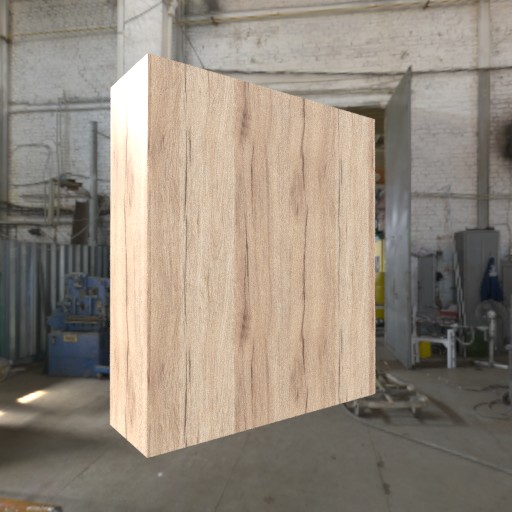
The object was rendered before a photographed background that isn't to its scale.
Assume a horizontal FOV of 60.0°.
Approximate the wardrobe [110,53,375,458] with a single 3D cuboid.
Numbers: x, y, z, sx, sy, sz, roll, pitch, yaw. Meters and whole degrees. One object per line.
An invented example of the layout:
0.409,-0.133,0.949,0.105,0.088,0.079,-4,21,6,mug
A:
0.000,0.000,3.035,1.810,2.070,0.580,0,-1,-37,wardrobe
